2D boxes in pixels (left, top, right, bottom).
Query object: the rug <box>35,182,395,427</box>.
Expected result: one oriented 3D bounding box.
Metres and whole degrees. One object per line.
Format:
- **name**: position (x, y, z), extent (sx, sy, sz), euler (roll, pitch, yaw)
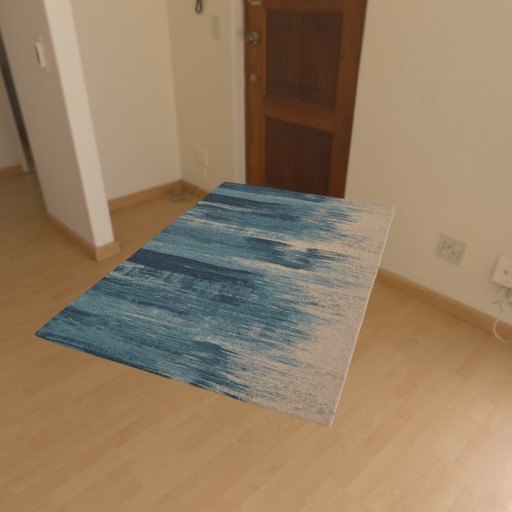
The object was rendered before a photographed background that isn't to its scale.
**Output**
- **rug**: position (0.000, 0.000, 2.331), extent (1.232, 0.009, 1.836), euler (11, 32, 18)
